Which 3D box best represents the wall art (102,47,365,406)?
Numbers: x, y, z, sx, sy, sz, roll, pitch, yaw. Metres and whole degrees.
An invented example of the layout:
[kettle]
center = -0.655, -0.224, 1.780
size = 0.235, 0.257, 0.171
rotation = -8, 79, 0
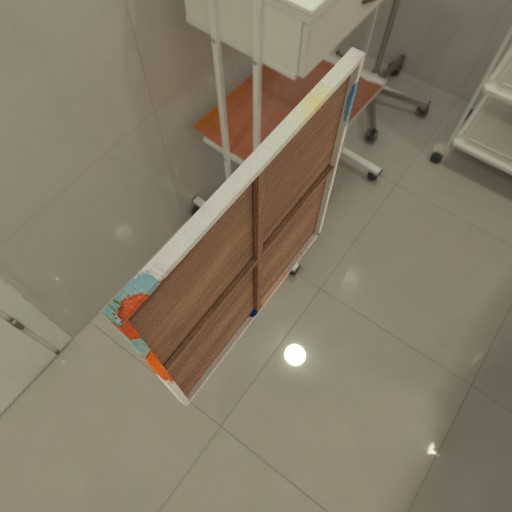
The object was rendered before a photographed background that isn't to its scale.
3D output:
[wall art]
center = 0.000, 0.000, 1.238
size = 0.037, 0.814, 0.814
rotation = 33, 67, 16
